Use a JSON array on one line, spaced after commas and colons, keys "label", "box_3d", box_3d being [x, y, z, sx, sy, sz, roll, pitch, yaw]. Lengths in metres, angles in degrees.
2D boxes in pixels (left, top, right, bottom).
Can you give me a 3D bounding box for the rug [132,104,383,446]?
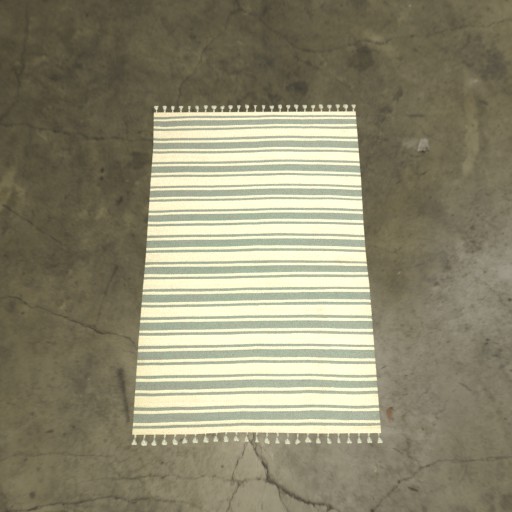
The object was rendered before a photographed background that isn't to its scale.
[{"label": "rug", "box_3d": [0.000, 0.000, 3.050, 1.539, 0.011, 2.410, 0, 74, 0]}]
